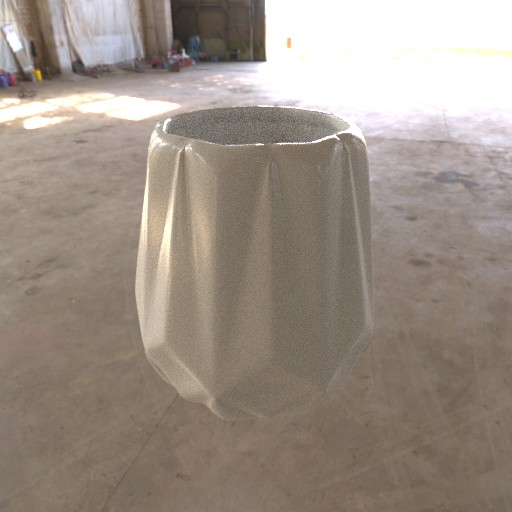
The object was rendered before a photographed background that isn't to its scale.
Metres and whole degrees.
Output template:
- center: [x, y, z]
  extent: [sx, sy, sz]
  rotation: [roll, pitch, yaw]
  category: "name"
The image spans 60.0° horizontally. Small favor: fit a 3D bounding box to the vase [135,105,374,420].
- center: [0.000, 0.000, 0.256]
  extent: [0.141, 0.152, 0.141]
  rotation: [0, 28, 0]
  category: "vase"
